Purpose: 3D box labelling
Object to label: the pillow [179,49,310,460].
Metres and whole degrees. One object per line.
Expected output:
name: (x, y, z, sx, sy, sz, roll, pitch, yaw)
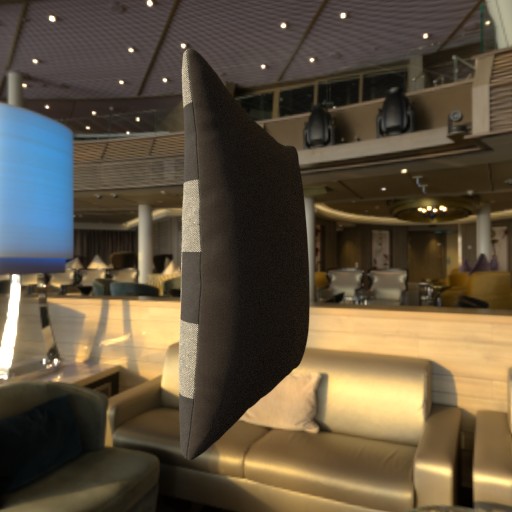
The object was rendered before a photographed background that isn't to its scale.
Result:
pillow: (0.000, 0.000, 0.782, 0.161, 0.509, 0.511, 0, -1, 19)
